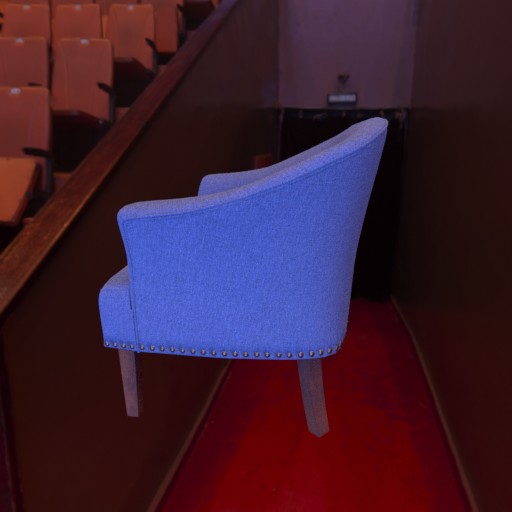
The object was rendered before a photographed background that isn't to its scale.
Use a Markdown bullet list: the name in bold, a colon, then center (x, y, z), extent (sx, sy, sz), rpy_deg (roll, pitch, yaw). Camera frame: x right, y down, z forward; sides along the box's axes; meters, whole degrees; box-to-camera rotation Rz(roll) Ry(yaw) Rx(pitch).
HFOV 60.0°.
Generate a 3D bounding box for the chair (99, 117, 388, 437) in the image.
- **chair**: center (0.000, 0.000, 1.371), extent (0.704, 0.815, 0.798), rpy_deg (2, 16, 9)
